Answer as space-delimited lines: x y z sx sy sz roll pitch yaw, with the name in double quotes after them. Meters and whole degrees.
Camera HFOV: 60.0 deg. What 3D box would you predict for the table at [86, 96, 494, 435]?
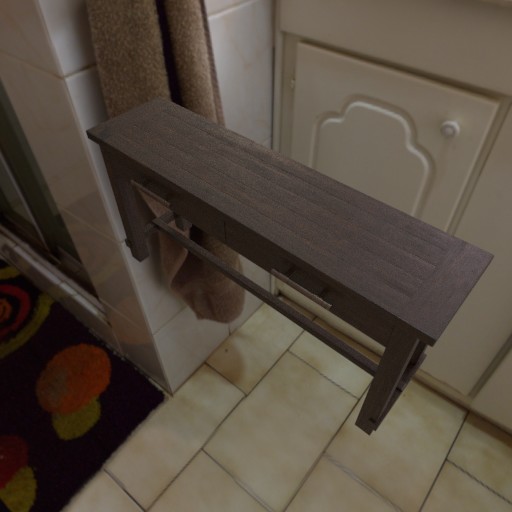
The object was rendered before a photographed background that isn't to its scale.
0.000 0.000 1.908 1.599 0.762 0.442 32 54 27 "table"
